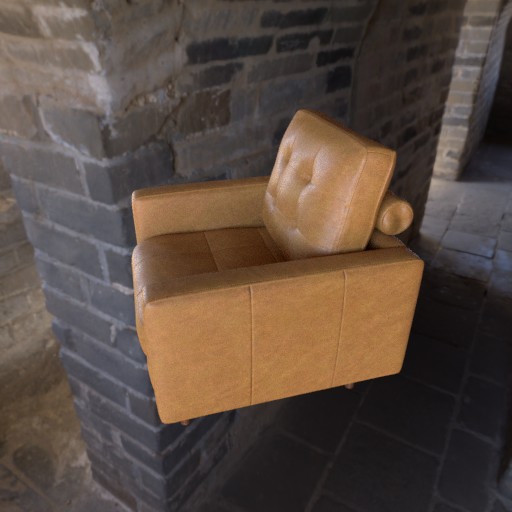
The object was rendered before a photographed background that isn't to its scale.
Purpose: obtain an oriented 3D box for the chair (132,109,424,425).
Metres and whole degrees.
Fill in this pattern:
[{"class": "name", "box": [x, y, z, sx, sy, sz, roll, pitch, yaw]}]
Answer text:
[{"class": "chair", "box": [0.000, 0.000, 1.579, 0.868, 0.896, 0.831, -8, 31, -14]}]
